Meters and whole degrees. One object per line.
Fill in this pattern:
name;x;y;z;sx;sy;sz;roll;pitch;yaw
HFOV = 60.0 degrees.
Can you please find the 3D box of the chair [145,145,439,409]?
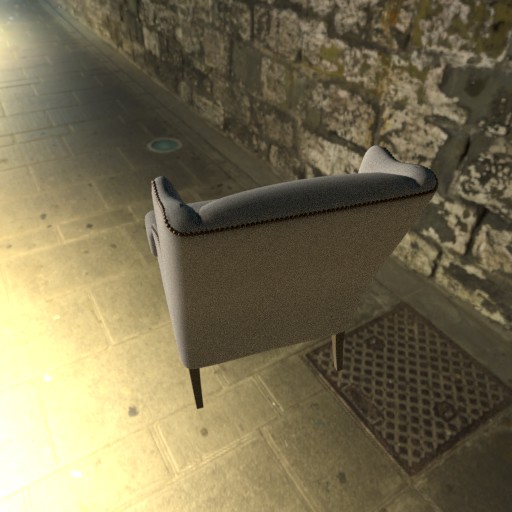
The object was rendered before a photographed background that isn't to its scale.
chair;0.000;0.000;1.645;0.737;1.029;0.940;-11;40;-14
